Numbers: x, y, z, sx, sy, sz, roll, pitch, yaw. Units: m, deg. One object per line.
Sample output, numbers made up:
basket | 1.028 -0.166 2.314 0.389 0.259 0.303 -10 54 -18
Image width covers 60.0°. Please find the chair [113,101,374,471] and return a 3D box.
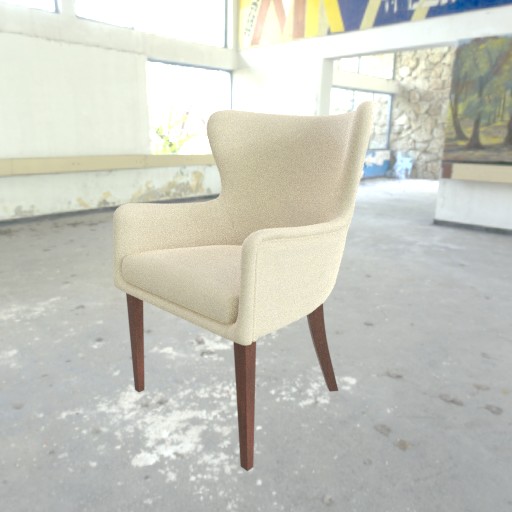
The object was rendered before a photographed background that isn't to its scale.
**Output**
chair | 0.000 0.000 1.516 0.696 0.990 0.744 14 21 42
